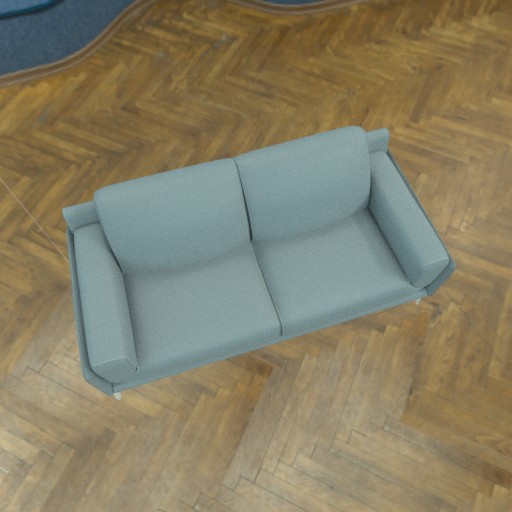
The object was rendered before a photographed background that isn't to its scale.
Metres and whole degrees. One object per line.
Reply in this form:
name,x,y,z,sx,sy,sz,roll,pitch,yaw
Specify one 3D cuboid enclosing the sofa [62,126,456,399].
sofa,0.000,0.000,2.642,2.100,0.900,0.969,-16,63,-8
